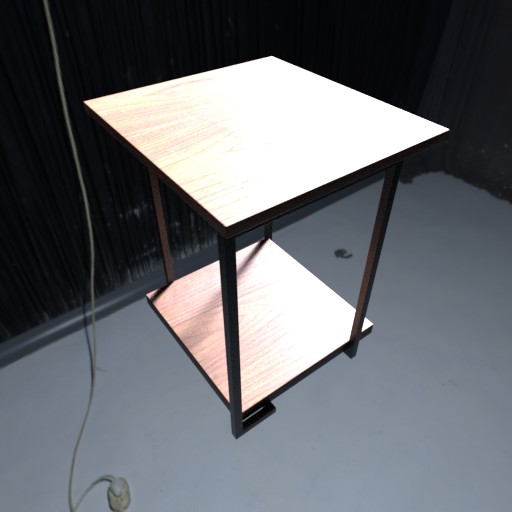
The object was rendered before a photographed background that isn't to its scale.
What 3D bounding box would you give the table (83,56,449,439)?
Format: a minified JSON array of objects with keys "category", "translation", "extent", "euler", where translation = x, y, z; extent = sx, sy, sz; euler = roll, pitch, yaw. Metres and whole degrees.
[{"category":"table","translation":[0.000,0.000,0.856],"extent":[0.384,0.567,0.411],"euler":[-26,47,-27]}]
